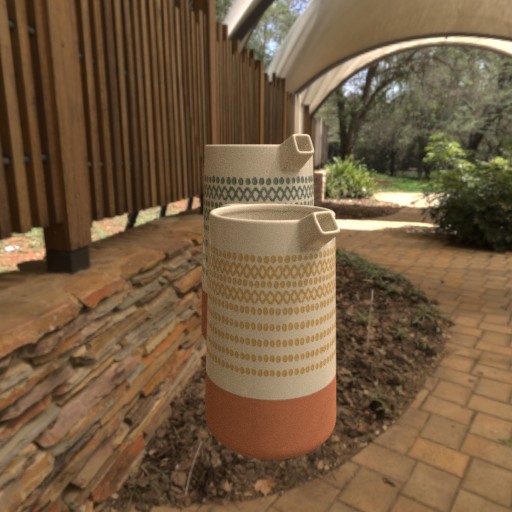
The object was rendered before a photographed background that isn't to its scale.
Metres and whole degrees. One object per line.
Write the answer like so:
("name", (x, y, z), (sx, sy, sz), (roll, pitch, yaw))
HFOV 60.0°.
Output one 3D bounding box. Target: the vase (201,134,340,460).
("vase", (0.000, 0.000, 0.465), (0.168, 0.247, 0.326), (2, 14, 8))
